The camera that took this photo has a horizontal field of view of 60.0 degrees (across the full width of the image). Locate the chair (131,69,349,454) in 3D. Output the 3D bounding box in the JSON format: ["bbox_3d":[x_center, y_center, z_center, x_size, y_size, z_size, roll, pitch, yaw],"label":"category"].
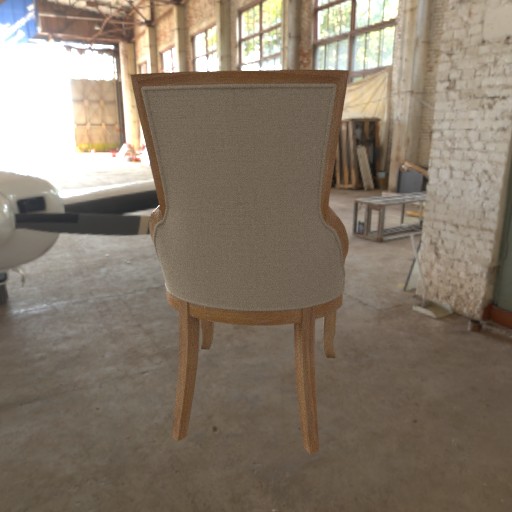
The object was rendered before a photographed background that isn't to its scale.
[{"bbox_3d":[0.000,0.000,1.309,0.524,0.947,0.641,2,16,8],"label":"chair"}]
